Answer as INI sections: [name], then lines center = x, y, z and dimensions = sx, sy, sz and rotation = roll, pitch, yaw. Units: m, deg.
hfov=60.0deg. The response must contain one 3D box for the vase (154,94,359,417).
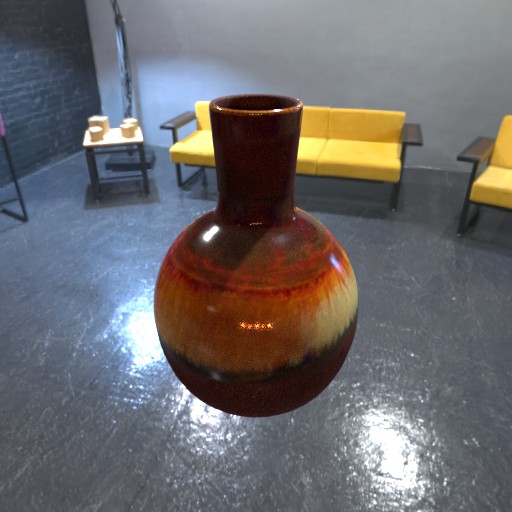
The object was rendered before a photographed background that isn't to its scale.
[vase]
center = 0.000, 0.000, 0.231
dimensions = 0.111, 0.154, 0.111
rotation = 0, 30, 0
